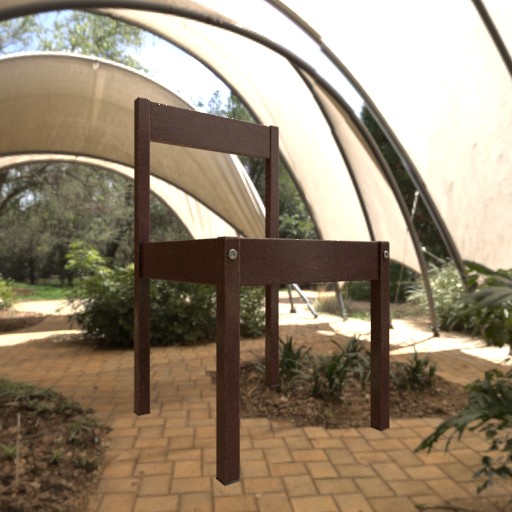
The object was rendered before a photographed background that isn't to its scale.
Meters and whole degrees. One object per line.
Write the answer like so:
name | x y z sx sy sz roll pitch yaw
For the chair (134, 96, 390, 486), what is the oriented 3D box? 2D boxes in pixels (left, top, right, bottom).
chair | 0.000 0.000 0.683 0.285 0.505 0.285 0 0 -35
